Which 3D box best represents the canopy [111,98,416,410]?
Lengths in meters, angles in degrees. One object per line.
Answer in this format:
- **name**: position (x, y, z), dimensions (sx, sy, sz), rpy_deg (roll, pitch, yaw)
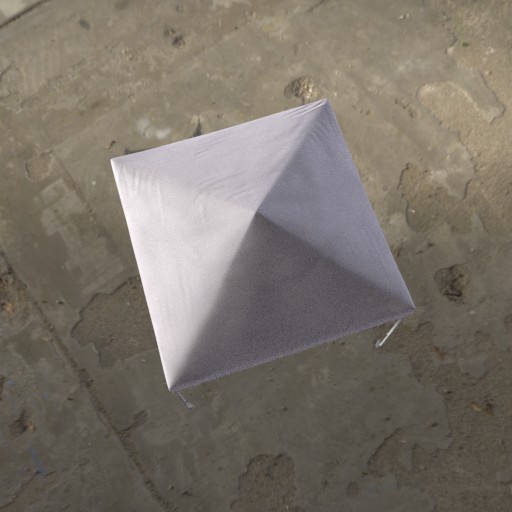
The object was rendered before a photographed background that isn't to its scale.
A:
- **canopy**: position (0.000, 0.000, 5.149), dimensions (2.850, 2.850, 2.849), rpy_deg (-17, 75, -5)
